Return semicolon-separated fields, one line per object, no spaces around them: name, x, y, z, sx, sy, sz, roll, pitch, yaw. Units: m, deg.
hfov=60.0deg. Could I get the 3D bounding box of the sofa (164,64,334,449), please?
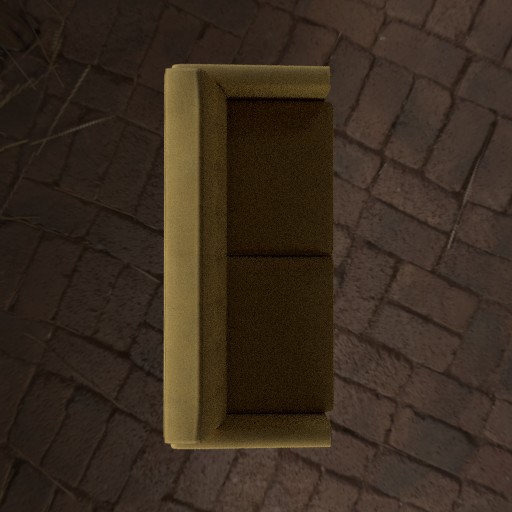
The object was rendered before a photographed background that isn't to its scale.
sofa;0.000;0.000;2.496;0.909;0.841;2.029;0;89;-1
